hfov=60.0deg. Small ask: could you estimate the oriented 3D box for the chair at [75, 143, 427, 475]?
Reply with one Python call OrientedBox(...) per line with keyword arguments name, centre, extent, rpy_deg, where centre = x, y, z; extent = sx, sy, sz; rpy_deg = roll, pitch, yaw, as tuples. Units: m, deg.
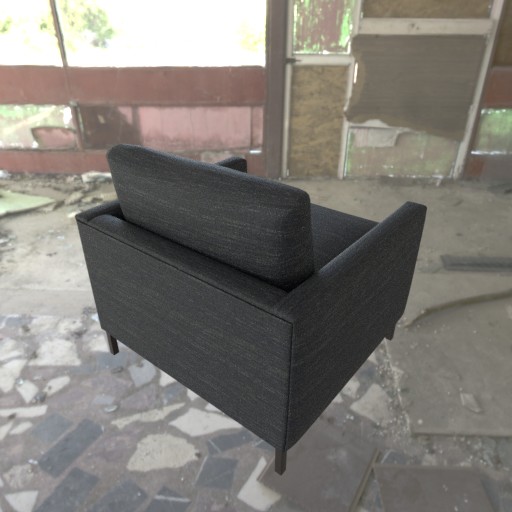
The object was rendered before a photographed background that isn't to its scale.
OrientedBox(name="chair", centre=(0.000, 0.000, 1.663), extent=(0.963, 0.861, 0.866), rpy_deg=(22, 37, 33))
